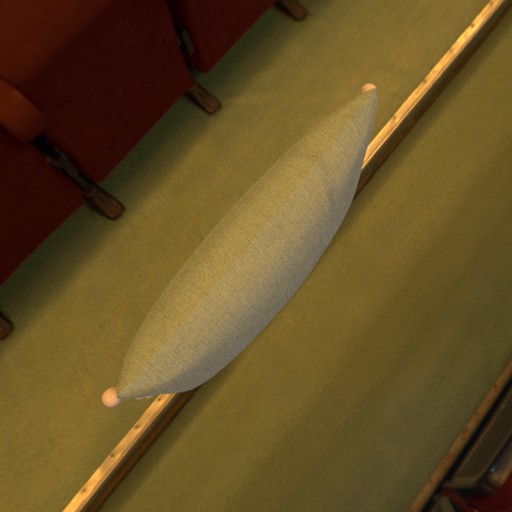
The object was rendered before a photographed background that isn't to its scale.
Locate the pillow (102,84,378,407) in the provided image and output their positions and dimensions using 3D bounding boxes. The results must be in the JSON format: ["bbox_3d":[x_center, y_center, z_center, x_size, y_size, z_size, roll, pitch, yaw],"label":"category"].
[{"bbox_3d":[0.000,0.000,0.850,0.201,0.322,0.709,38,80,8],"label":"pillow"}]
